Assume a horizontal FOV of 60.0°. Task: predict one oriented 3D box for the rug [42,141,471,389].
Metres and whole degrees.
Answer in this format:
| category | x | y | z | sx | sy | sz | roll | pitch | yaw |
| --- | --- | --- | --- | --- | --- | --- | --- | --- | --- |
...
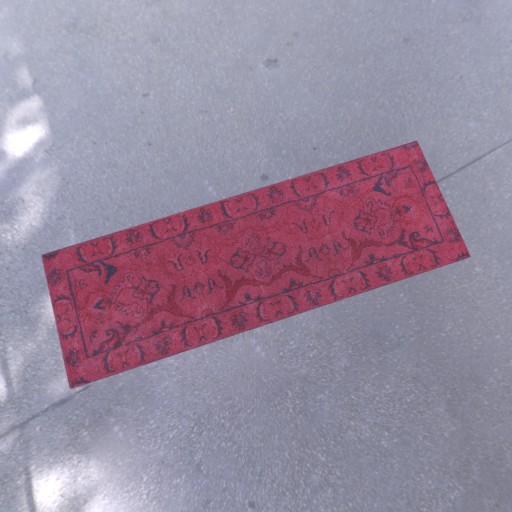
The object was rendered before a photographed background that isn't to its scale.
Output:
| category | x | y | z | sx | sy | sz | roll | pitch | yaw |
| --- | --- | --- | --- | --- | --- | --- | --- | --- | --- |
| rug | 0.000 | 0.000 | 2.652 | 2.439 | 0.018 | 0.813 | -18 | 76 | -4 |
